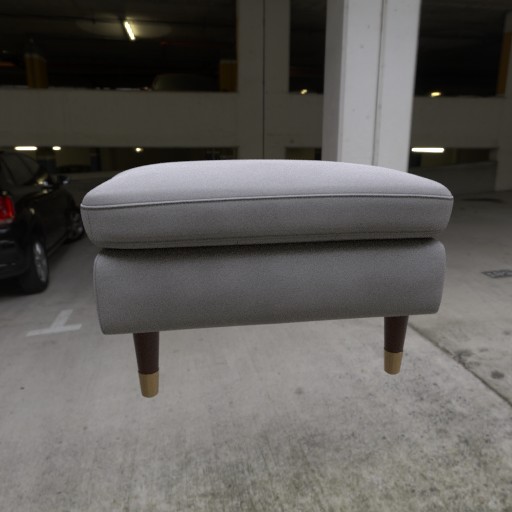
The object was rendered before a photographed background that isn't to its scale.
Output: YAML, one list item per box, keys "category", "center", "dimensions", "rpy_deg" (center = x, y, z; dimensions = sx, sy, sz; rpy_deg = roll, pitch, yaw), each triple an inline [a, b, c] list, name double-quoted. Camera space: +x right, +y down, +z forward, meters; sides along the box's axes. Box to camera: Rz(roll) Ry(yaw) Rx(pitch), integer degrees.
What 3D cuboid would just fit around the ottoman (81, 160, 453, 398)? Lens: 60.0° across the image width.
- category: "ottoman"
  center: [0.000, 0.000, 1.129]
  dimensions: [0.747, 0.478, 0.593]
  rpy_deg: [-2, 14, -10]
